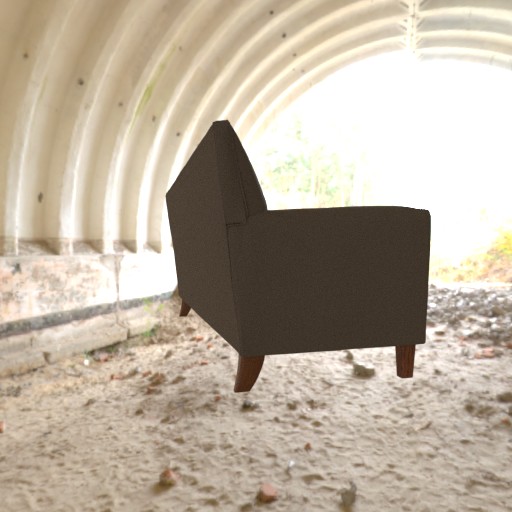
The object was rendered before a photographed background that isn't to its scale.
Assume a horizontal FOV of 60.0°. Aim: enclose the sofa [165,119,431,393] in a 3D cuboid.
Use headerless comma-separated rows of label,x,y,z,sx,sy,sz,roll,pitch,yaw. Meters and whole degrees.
sofa,0.000,0.000,2.453,0.843,0.907,2.002,0,1,-16
